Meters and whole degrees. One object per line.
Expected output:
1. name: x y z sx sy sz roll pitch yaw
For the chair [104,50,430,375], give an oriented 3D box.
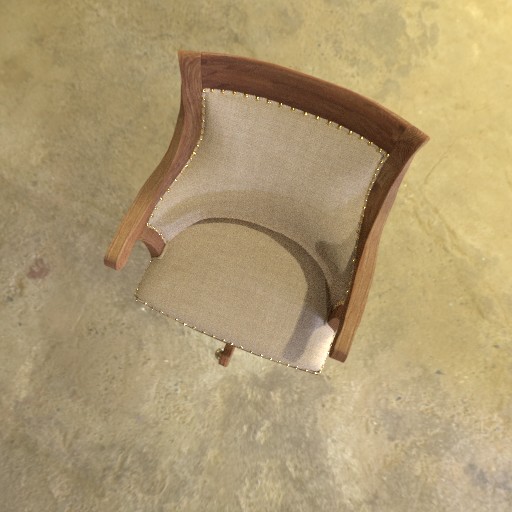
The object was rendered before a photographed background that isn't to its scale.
1. chair: 0.000 0.000 1.390 0.656 0.965 0.689 21 75 6
